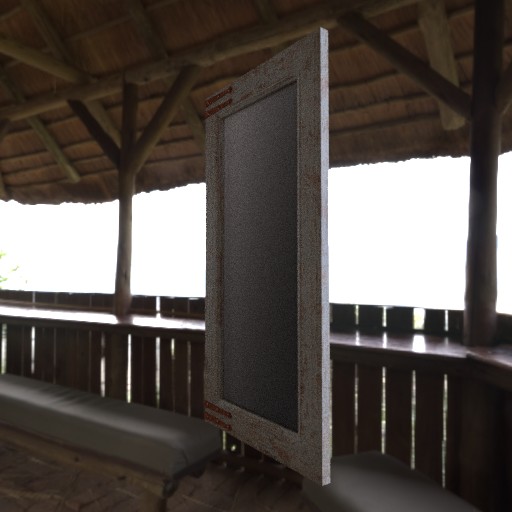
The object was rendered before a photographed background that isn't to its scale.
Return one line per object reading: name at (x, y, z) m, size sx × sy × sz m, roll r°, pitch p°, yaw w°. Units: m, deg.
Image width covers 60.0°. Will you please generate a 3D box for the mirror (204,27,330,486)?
mirror at (0.000, 0.000, 1.086) m, size 0.027 × 0.922 × 0.472 m, roll 1°, pitch -2°, yaw -36°
